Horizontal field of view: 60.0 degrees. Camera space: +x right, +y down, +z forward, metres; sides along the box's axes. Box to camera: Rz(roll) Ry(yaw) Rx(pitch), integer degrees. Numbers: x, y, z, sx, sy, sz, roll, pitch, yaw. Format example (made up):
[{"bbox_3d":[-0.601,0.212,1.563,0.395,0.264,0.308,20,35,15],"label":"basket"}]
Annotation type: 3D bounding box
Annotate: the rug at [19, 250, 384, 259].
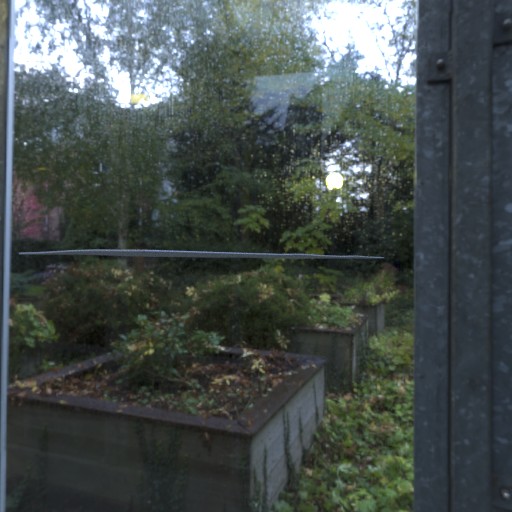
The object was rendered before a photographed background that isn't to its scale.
[{"bbox_3d":[0.000,0.000,2.661,0.762,0.013,2.439,-1,-1,34],"label":"rug"}]
